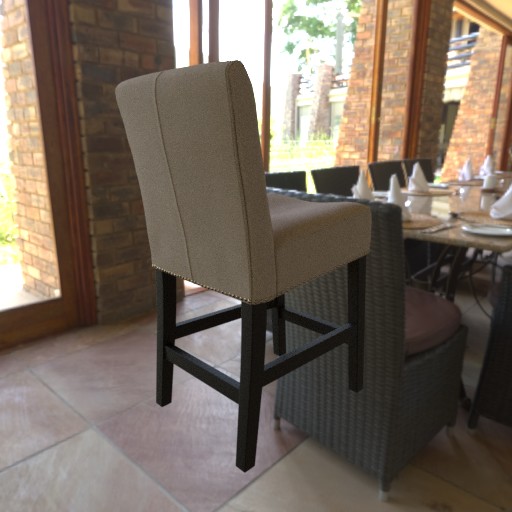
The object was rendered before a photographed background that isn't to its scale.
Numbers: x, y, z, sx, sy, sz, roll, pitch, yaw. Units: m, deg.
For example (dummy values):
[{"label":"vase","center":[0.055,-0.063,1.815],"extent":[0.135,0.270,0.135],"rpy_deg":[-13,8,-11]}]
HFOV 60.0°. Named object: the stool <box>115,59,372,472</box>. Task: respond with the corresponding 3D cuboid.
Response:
[{"label":"stool","center":[0.000,0.000,1.195],"extent":[0.571,0.885,0.427],"rpy_deg":[-14,20,-42]}]
